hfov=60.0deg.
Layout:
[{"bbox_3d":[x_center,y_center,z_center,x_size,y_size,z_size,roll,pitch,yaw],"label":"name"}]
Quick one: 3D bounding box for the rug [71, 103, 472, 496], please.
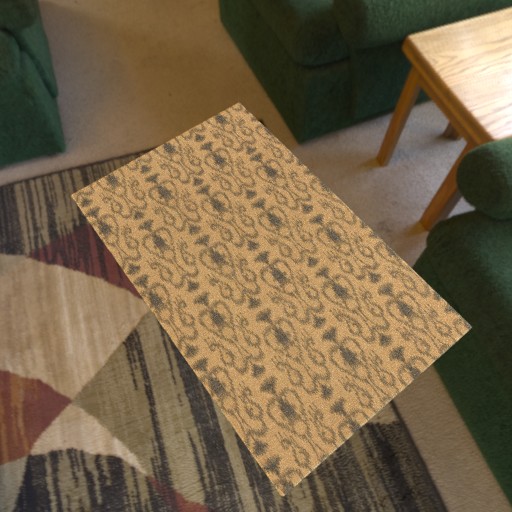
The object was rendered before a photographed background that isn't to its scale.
[{"bbox_3d":[0.000,0.000,2.027,1.035,0.006,1.652,-34,67,-16],"label":"rug"}]
